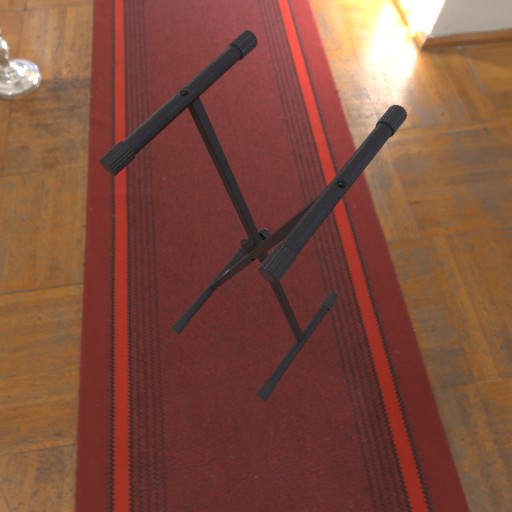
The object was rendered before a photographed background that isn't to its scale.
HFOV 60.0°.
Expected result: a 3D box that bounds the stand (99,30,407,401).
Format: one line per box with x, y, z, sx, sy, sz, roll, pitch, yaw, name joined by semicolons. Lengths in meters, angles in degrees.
0.000;0.000;1.166;0.409;0.940;0.449;34;68;15;stand
